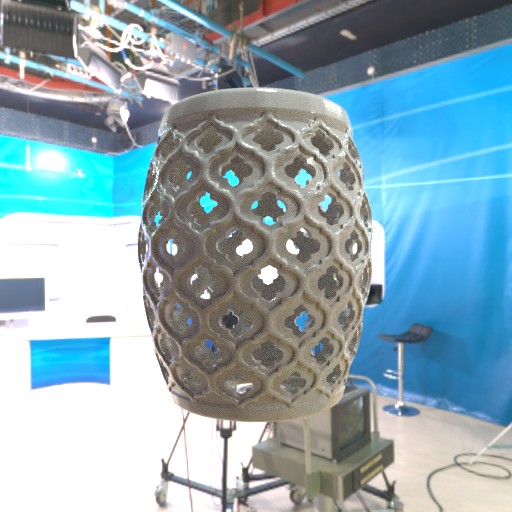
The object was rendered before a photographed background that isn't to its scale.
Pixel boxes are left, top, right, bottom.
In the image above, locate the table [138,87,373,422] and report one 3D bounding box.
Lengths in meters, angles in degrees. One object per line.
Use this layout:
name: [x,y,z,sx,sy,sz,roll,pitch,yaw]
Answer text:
table: [0.000,0.000,0.633,0.325,0.388,0.325,0,0,0]
